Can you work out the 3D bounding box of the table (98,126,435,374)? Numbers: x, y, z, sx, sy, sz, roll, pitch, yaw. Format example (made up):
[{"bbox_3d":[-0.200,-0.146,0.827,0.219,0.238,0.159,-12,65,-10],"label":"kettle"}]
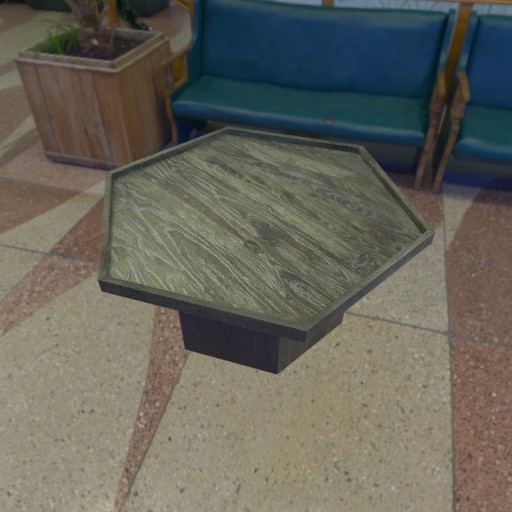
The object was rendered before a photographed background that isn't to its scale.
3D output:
[{"bbox_3d":[0.000,0.000,1.599,1.115,0.488,0.966,12,42,13],"label":"table"}]
